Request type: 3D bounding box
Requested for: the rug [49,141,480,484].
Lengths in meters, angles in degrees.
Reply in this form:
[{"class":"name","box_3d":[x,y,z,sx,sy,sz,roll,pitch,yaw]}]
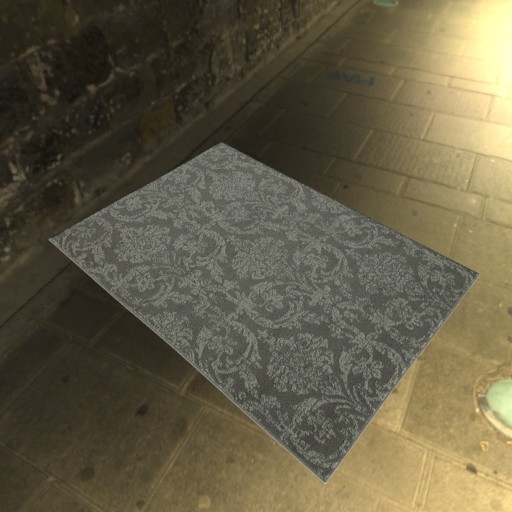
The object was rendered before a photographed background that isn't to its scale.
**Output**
[{"class":"rug","box_3d":[0.000,0.000,2.770,2.206,0.014,1.578,33,54,28]}]
